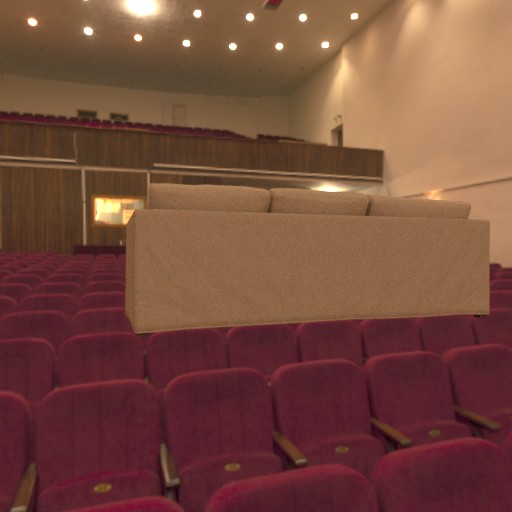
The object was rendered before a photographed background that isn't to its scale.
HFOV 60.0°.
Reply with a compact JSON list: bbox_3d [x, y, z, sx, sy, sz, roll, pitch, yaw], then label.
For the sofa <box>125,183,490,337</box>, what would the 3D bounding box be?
[{"bbox_3d":[0.000,0.000,4.214,2.432,0.871,3.182,0,0,-18],"label":"sofa"}]
